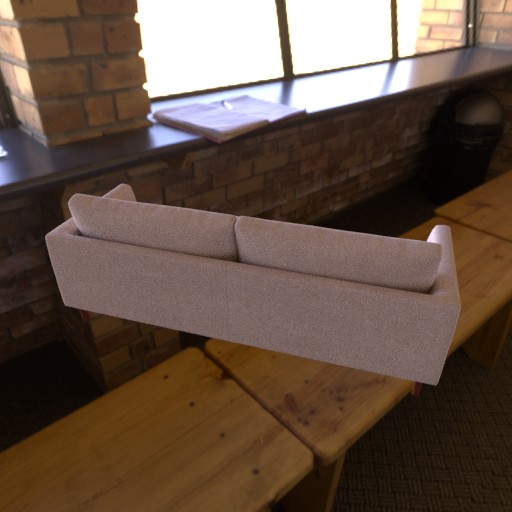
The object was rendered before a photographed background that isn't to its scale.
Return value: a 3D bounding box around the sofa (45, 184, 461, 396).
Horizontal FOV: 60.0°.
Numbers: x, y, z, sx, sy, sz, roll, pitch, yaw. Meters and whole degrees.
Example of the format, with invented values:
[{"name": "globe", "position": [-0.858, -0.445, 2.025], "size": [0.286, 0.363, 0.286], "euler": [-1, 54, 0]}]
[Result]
[{"name": "sofa", "position": [0.000, 0.000, 2.777], "size": [2.250, 0.868, 1.020], "euler": [9, 33, 15]}]
